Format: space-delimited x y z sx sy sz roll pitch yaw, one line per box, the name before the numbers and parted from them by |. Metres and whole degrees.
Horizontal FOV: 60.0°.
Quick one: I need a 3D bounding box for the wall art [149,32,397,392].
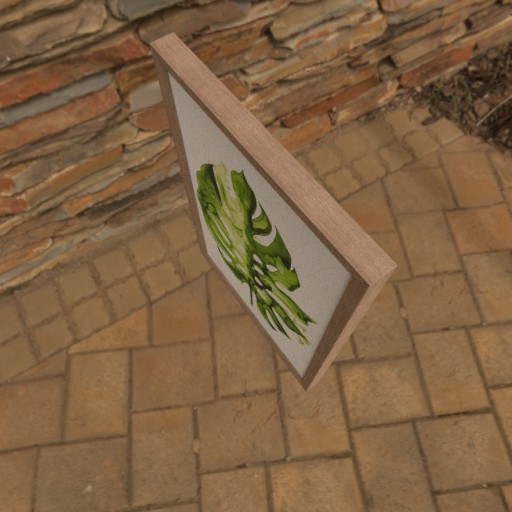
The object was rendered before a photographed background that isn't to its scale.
wall art | 0.000 0.000 0.654 0.031 0.509 0.356 -33 68 -15
